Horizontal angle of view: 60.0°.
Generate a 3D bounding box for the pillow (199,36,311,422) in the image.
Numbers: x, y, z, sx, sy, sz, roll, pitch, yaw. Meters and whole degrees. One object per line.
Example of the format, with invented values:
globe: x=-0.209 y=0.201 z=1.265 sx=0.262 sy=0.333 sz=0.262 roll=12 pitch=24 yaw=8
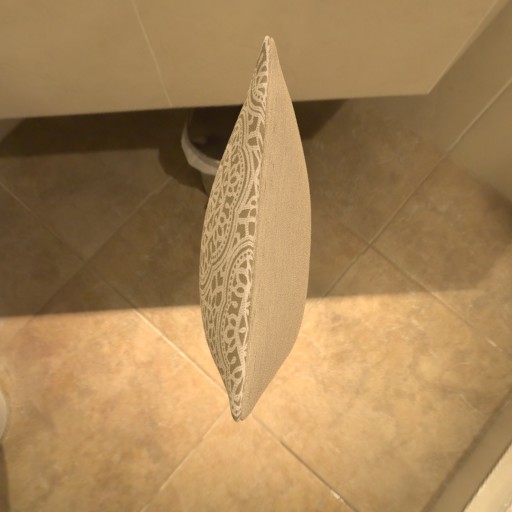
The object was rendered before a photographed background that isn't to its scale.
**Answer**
pillow: x=0.000 y=0.000 z=0.674 sx=0.167 sy=0.421 sz=0.438 roll=4 pitch=77 yaw=1
